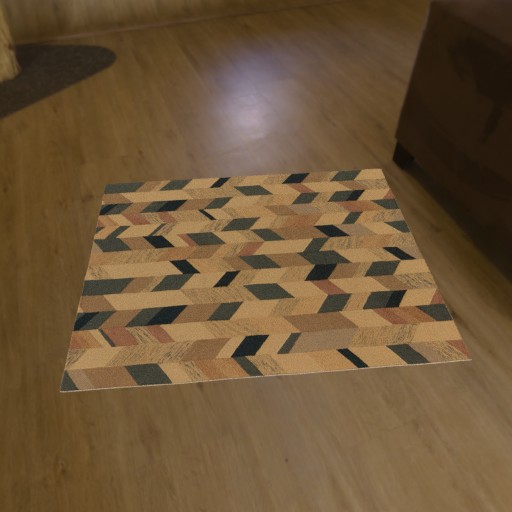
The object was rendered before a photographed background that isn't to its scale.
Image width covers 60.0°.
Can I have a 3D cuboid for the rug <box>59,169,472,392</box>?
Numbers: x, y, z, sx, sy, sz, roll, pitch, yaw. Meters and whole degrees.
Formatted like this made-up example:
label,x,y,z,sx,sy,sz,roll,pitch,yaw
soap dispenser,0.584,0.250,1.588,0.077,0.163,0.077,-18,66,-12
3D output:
label,x,y,z,sx,sy,sz,roll,pitch,yaw
rug,0.000,0.000,4.101,3.072,0.011,2.451,-4,47,-4
